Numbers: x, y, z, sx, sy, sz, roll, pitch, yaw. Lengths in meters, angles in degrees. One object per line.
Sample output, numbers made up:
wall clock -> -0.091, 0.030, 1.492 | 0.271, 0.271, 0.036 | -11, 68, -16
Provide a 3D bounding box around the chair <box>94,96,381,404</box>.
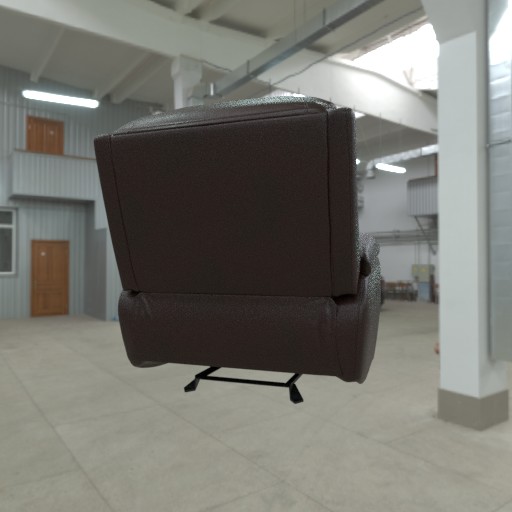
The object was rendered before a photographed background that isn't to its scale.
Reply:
chair -> 0.000, 0.000, 1.767 | 0.930, 1.011, 0.899 | 0, -1, 19
